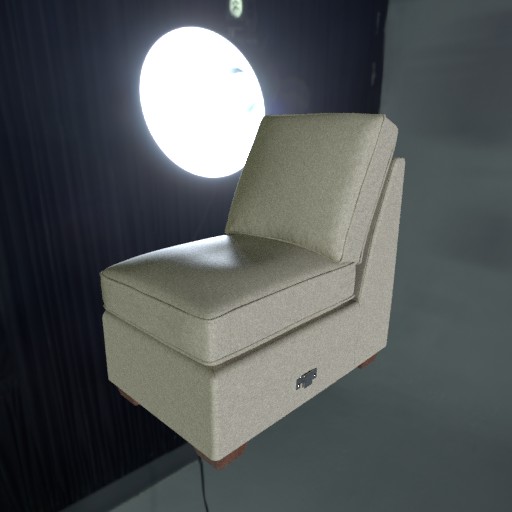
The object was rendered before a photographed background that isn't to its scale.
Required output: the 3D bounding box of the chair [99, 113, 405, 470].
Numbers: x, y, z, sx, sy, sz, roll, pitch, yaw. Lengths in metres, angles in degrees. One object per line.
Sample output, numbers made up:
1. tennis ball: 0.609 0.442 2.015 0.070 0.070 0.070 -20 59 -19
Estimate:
1. chair: 0.000 0.000 1.710 0.674 1.058 1.020 16 23 42
